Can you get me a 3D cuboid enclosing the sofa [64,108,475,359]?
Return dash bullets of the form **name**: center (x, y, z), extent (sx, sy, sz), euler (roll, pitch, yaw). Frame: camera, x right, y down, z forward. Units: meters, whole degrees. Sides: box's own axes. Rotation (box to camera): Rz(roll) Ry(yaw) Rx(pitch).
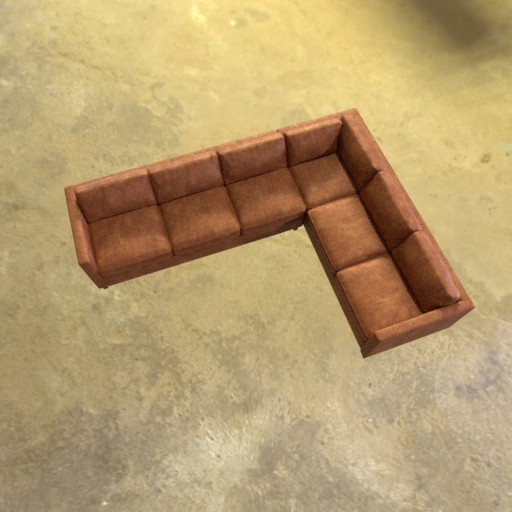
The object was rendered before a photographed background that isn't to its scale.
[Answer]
- **sofa**: center (0.000, 0.000, 4.306), extent (3.167, 0.838, 2.438), euler (-17, 65, -8)
